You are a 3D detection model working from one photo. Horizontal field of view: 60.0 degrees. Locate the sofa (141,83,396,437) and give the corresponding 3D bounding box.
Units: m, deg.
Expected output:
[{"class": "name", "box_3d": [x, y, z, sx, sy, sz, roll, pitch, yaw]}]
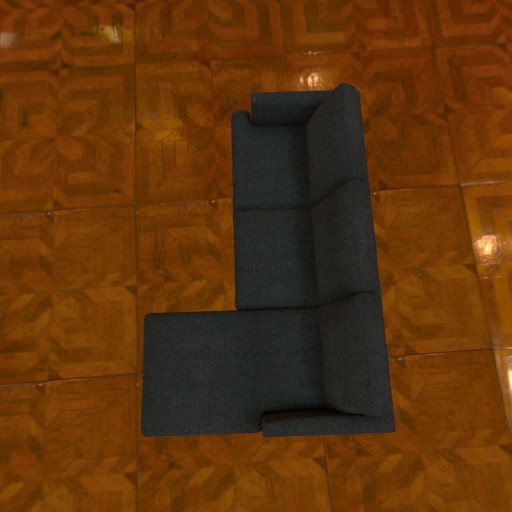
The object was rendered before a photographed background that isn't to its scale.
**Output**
[{"class": "sofa", "box_3d": [0.000, 0.000, 2.971, 1.504, 0.956, 2.233, -2, 75, -1]}]
